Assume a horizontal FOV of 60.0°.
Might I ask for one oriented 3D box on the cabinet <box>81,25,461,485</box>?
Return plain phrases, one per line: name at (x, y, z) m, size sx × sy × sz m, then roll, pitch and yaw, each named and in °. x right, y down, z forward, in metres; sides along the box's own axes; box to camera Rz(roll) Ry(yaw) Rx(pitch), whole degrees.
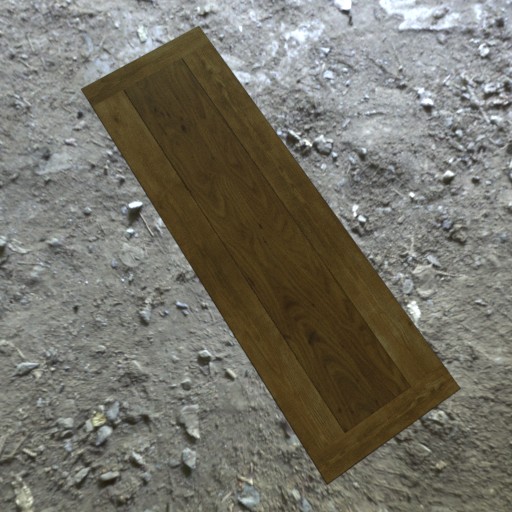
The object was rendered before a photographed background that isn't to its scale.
cabinet at (0.000, 0.000, 1.795) m, size 0.480 × 0.813 × 1.474 m, roll -32°, pitch 79°, yaw -7°
